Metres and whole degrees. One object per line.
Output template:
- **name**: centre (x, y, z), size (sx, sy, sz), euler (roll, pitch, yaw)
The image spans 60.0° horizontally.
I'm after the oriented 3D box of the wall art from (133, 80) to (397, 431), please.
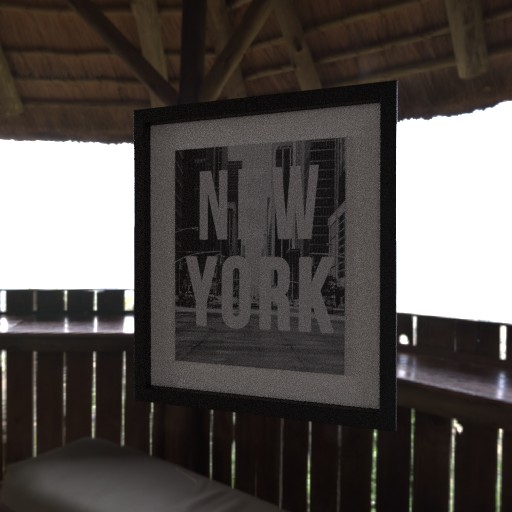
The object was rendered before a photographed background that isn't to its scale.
- **wall art**: centre (0.000, 0.000, 0.542), size (0.328, 0.381, 0.028), euler (0, 1, 18)
